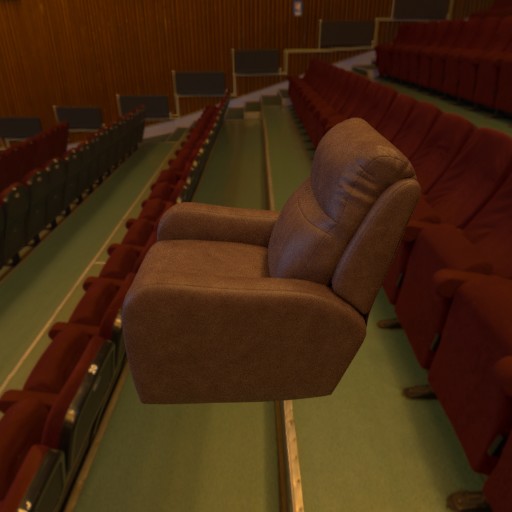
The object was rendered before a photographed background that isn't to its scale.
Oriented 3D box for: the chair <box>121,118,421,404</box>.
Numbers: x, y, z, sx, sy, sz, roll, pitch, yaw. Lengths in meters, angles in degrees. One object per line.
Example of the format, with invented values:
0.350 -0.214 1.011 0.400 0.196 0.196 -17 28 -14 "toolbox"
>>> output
0.000 0.000 1.905 1.067 1.067 0.865 0 27 -1 "chair"
